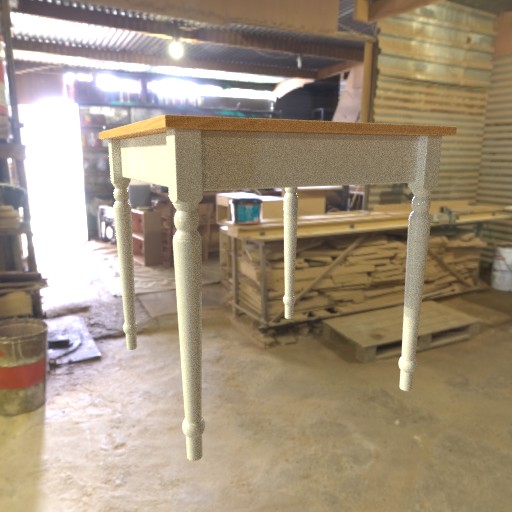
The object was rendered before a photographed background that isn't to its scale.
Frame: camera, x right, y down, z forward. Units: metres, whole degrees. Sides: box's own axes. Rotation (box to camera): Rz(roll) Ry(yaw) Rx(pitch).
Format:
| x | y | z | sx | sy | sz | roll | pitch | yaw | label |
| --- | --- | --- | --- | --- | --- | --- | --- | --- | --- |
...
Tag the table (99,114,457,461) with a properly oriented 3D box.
| x | y | z | sx | sy | sz | roll | pitch | yaw | label |
| --- | --- | --- | --- | --- | --- | --- | --- | --- | --- |
| 0.000 | 0.000 | 1.347 | 0.747 | 0.738 | 0.747 | -7 | 15 | -27 | table |
